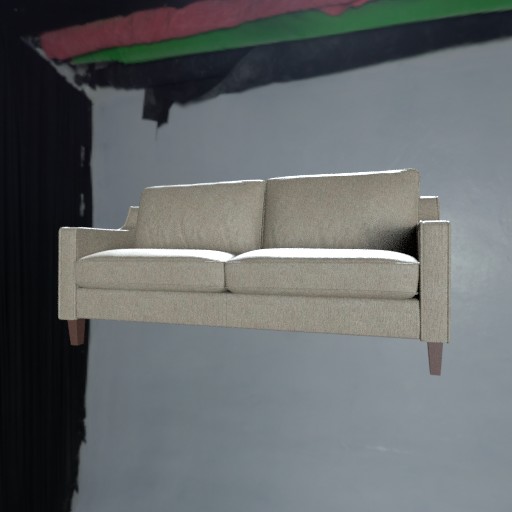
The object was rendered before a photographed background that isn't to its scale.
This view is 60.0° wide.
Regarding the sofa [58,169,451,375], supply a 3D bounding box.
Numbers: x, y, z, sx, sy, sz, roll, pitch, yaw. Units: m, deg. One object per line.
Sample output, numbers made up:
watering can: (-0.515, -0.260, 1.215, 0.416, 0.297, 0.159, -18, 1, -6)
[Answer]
sofa: (0.000, 0.000, 2.800, 2.181, 1.074, 1.073, 0, 1, 18)
